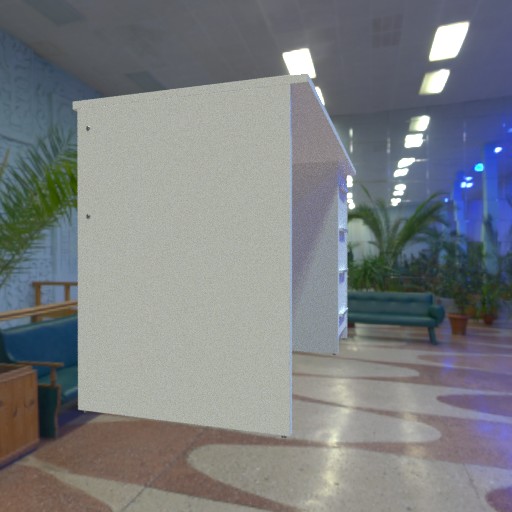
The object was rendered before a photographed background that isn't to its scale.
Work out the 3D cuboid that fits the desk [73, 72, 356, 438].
[{"bbox_3d":[0.000,0.000,1.481,0.560,0.730,1.096,0,0,18],"label":"desk"}]
